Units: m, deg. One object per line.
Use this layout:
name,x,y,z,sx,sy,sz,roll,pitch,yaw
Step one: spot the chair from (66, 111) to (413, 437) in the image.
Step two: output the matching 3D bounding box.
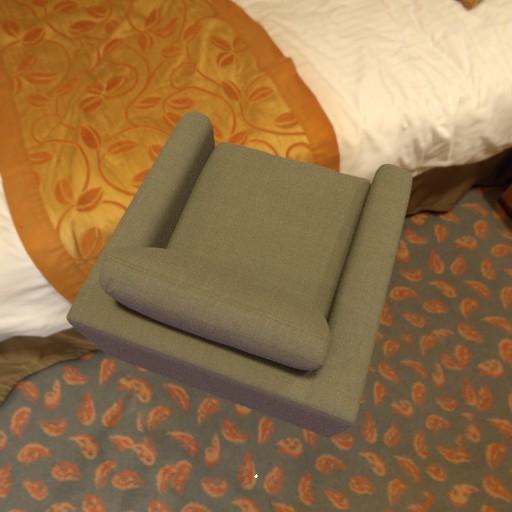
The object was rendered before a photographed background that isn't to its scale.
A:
chair,0.000,0.000,1.879,1.070,0.847,1.100,18,65,9
